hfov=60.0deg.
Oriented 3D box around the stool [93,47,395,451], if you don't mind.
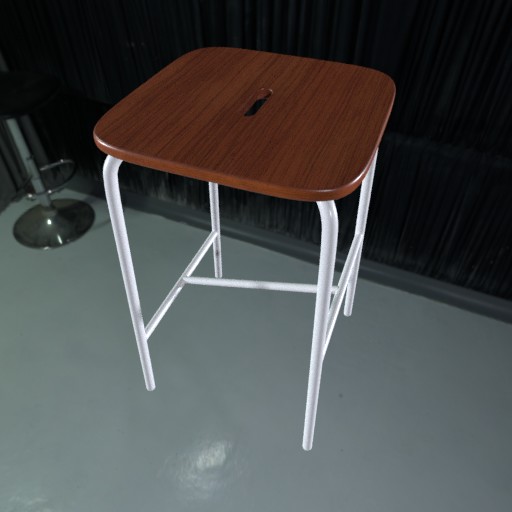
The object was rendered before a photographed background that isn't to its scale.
[{"bbox_3d":[0.000,0.000,0.835,0.376,0.610,0.376,15,47,15],"label":"stool"}]
